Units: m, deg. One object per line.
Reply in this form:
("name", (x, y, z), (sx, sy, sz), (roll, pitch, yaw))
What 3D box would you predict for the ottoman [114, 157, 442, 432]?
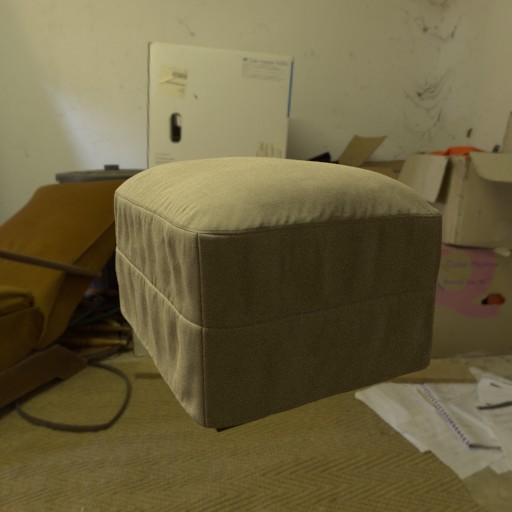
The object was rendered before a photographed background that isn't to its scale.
("ottoman", (0.000, 0.000, 1.103), (0.584, 0.480, 0.712), (-8, 16, -27))
